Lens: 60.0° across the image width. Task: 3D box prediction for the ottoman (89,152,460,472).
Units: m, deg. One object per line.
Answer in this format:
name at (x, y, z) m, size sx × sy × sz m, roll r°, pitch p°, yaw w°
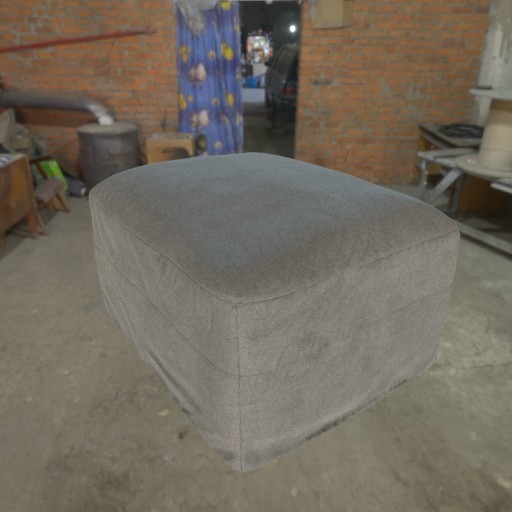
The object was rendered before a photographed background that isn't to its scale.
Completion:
ottoman at (0.000, 0.000, 1.223) m, size 0.683 × 0.481 × 0.837 m, roll -17°, pitch 30°, yaw -32°
